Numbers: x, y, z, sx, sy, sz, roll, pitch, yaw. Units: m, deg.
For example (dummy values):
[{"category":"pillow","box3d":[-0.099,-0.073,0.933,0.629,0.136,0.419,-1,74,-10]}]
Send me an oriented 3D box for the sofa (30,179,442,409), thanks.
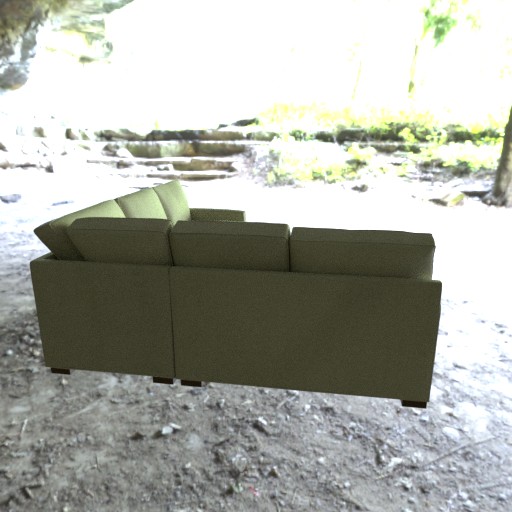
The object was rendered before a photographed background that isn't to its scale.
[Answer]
[{"category":"sofa","box3d":[0.000,0.000,3.363,2.182,0.939,2.189,3,17,9]}]
